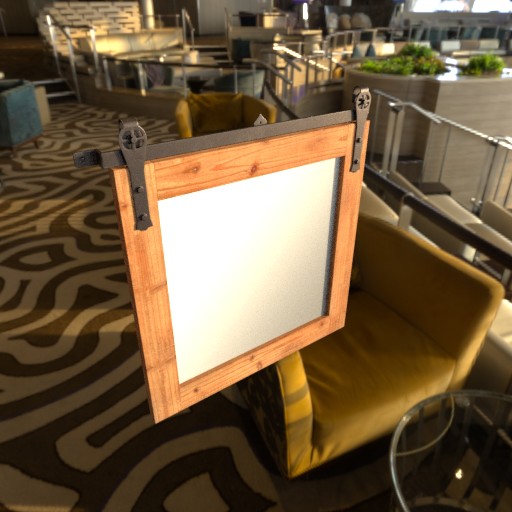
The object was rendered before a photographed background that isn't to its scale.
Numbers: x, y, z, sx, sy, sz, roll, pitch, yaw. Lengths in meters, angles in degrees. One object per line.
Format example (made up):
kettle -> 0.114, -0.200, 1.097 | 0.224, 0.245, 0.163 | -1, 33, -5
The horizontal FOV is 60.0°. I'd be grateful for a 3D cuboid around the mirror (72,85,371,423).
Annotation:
mirror -> 0.000, 0.000, 1.181 | 0.805, 0.800, 0.054 | -20, 35, -30
